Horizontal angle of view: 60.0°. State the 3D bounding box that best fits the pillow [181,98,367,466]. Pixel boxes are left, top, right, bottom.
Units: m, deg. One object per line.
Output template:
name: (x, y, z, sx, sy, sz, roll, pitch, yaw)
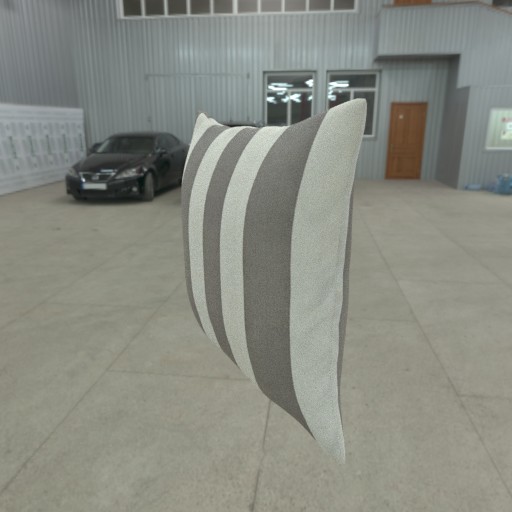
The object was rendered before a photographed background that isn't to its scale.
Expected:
pillow: (0.000, 0.000, 0.786, 0.192, 0.507, 0.522, -9, 18, -27)
